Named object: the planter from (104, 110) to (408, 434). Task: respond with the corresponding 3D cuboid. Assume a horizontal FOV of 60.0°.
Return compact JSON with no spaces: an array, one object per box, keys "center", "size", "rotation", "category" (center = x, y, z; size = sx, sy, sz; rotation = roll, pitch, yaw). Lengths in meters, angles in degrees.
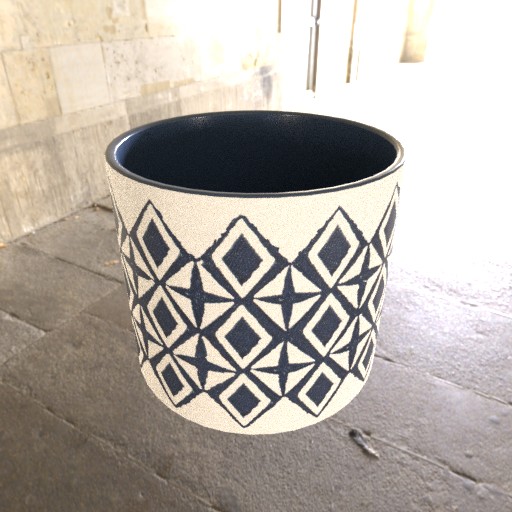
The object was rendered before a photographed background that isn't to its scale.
[{"center":[0.000,0.000,0.275],"size":[0.159,0.144,0.159],"rotation":[0,30,0],"category":"planter"}]
